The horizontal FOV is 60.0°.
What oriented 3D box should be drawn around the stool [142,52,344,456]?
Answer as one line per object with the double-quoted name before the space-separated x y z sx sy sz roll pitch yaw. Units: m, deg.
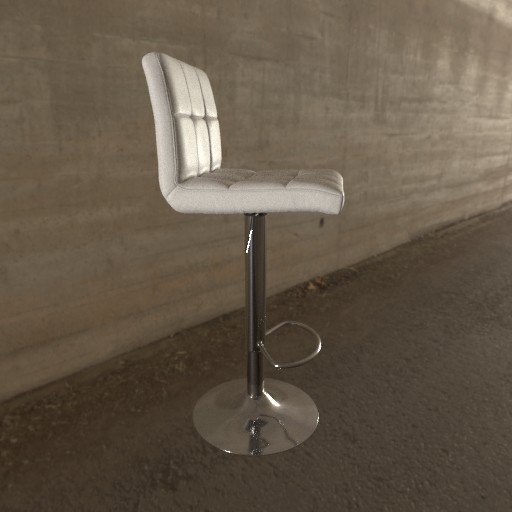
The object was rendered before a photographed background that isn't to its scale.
"stool" 0.000 0.000 1.357 0.505 1.115 0.430 3 16 10
